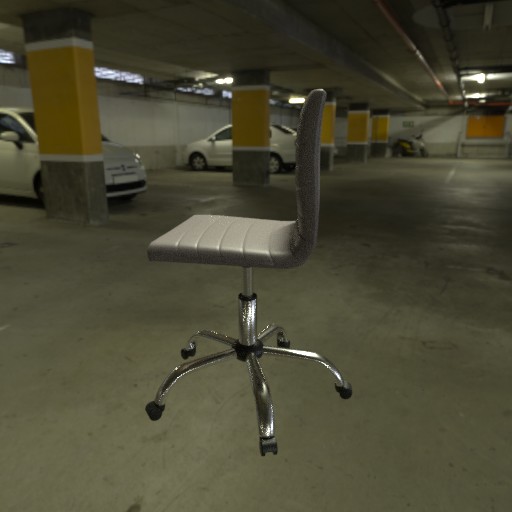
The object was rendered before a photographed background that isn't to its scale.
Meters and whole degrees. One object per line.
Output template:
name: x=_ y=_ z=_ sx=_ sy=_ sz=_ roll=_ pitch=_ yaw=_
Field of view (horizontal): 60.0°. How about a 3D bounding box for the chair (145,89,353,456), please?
chair: x=0.000 y=0.000 z=1.147 sx=0.530 sy=0.780 sz=0.556 roll=2 pitch=15 yaw=7
